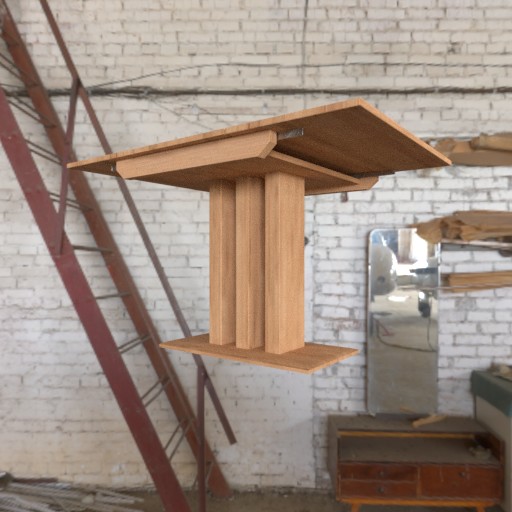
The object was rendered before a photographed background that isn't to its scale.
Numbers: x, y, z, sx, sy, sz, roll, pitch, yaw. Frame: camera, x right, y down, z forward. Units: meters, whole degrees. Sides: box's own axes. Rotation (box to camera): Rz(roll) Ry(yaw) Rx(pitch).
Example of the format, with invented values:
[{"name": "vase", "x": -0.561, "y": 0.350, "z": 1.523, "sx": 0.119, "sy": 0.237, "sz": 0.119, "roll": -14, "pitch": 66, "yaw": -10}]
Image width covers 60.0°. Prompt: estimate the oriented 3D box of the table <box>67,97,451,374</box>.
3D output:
[{"name": "table", "x": 0.000, "y": 0.000, "z": 1.820, "sx": 1.300, "sy": 0.770, "sz": 0.900, "roll": 0, "pitch": 0, "yaw": 37}]
